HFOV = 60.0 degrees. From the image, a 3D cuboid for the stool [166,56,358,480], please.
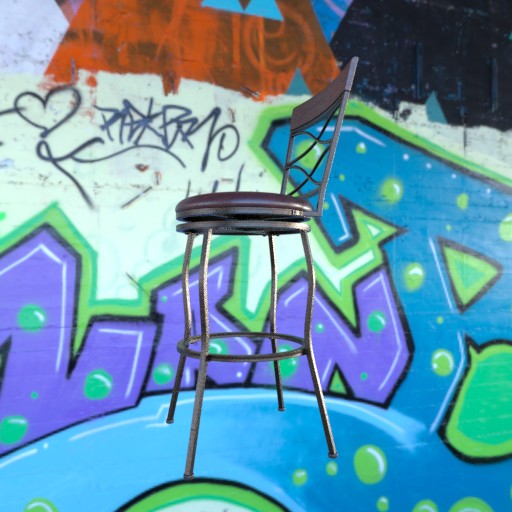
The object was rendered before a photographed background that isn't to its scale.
[{"bbox_3d":[0.000,0.000,1.394,0.513,1.130,0.448,0,-1,-18],"label":"stool"}]
